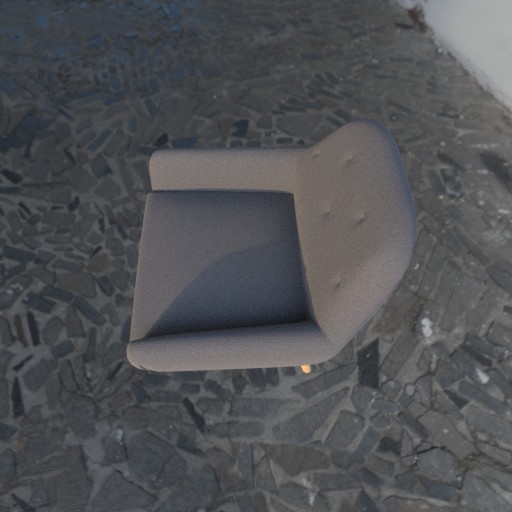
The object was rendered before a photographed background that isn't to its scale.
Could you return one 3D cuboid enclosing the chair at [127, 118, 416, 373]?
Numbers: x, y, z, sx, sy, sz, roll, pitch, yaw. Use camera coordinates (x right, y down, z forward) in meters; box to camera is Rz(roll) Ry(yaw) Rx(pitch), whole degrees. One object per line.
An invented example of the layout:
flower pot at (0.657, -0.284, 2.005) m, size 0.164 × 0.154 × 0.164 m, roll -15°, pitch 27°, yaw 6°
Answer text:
chair at (0.000, 0.000, 1.469) m, size 0.779 × 0.800 × 0.770 m, roll -2°, pitch 58°, yaw -1°
